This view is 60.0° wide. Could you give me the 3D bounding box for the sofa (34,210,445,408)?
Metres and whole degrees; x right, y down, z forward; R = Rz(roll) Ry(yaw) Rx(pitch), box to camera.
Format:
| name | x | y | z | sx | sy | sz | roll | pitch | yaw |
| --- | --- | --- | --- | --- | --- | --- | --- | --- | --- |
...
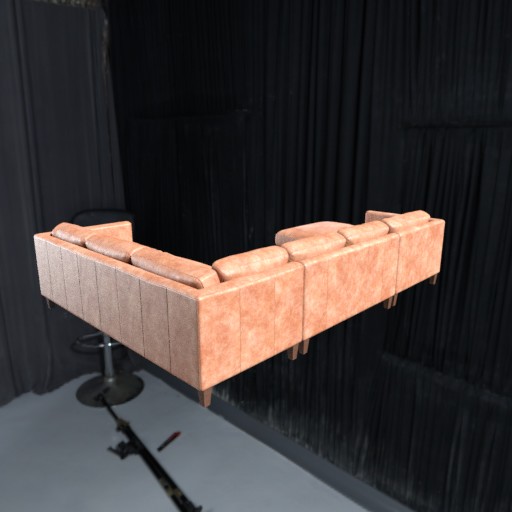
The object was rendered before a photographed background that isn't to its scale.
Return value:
| name | x | y | z | sx | sy | sz | roll | pitch | yaw |
| --- | --- | --- | --- | --- | --- | --- | --- | --- | --- |
| sofa | 0.000 | 0.000 | 4.516 | 2.430 | 0.832 | 3.401 | 14 | 20 | 42 |
